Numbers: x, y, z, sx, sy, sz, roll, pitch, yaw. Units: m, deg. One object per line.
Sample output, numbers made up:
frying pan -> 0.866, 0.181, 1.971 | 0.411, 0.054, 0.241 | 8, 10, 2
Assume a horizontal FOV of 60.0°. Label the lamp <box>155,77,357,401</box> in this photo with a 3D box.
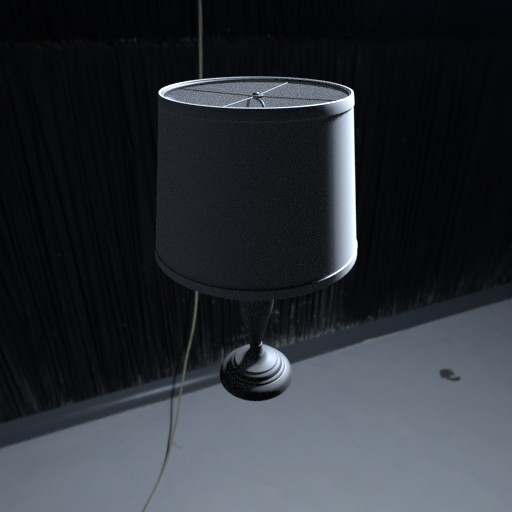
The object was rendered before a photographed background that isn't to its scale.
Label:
lamp -> 0.000, 0.000, 0.705 | 0.310, 0.501, 0.310 | 0, 29, 0
